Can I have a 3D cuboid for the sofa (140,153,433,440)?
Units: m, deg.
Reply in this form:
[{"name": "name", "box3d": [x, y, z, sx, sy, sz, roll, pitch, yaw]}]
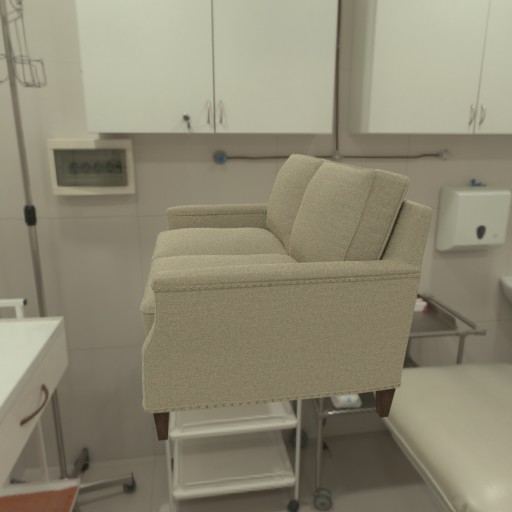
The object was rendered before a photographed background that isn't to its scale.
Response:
[{"name": "sofa", "box3d": [0.000, 0.000, 2.323, 1.084, 1.003, 1.597, -2, 15, -9]}]
